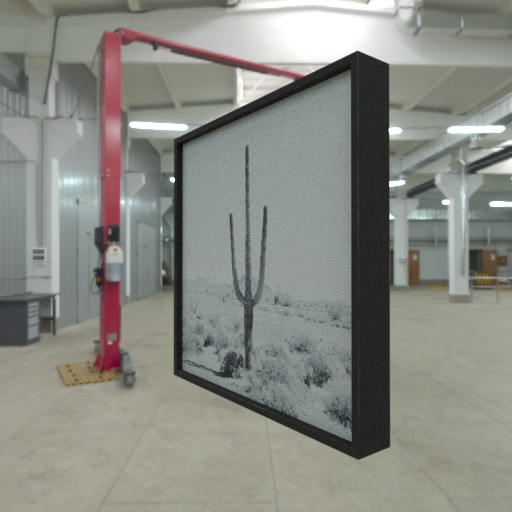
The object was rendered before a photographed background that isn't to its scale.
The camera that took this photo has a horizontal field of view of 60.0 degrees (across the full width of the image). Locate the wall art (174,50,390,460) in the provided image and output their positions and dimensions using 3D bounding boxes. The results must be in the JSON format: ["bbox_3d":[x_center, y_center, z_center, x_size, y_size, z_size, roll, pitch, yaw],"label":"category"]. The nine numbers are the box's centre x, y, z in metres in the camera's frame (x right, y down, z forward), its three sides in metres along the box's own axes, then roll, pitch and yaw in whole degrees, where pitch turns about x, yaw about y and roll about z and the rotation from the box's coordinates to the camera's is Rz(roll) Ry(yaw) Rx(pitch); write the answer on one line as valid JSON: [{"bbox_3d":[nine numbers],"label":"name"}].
[{"bbox_3d":[0.000,0.000,0.463,0.038,0.305,0.305,0,-1,-37],"label":"wall art"}]
